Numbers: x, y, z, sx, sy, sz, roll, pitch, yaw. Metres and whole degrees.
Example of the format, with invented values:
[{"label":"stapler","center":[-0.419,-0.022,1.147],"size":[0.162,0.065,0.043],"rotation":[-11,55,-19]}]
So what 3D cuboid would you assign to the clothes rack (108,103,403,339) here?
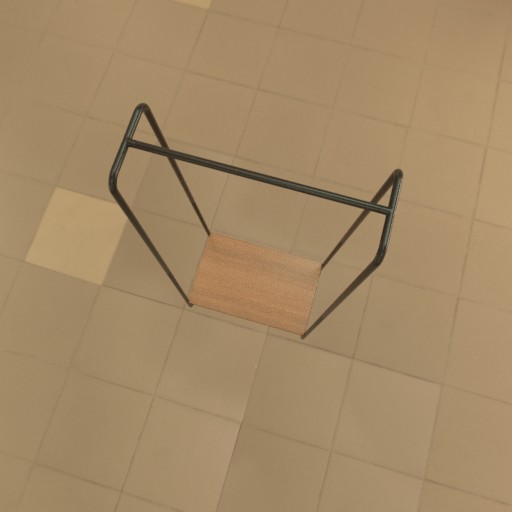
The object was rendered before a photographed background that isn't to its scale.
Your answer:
[{"label":"clothes rack","center":[0.000,0.000,1.714],"size":[0.640,1.500,0.400],"rotation":[16,77,4]}]
